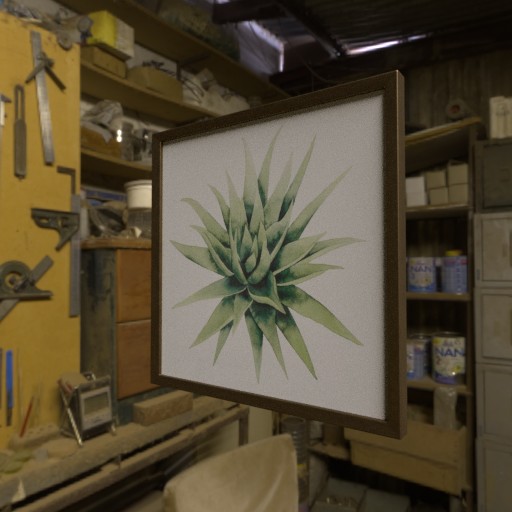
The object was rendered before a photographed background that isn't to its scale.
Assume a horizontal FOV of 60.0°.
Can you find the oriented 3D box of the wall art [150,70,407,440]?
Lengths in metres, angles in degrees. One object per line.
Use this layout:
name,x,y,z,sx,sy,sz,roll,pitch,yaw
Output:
wall art,0.000,0.000,0.764,0.503,0.506,0.030,-1,-2,36
